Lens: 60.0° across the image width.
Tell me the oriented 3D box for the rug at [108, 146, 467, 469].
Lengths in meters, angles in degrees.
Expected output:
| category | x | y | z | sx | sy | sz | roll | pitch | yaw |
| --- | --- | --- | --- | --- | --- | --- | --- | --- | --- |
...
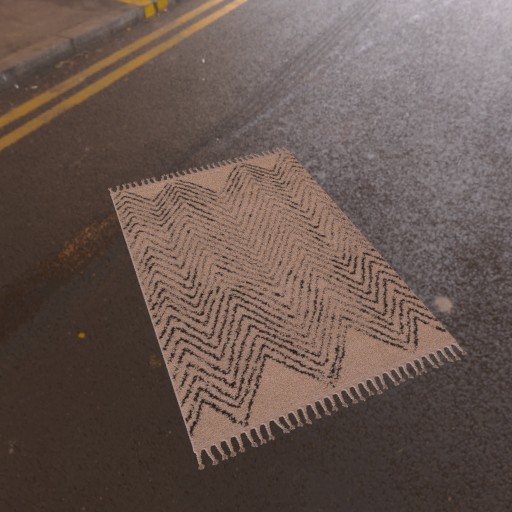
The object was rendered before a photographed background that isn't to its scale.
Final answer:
| category | x | y | z | sx | sy | sz | roll | pitch | yaw |
| --- | --- | --- | --- | --- | --- | --- | --- | --- | --- |
| rug | 0.000 | 0.000 | 2.347 | 1.230 | 0.014 | 1.847 | -17 | 48 | -16 |
